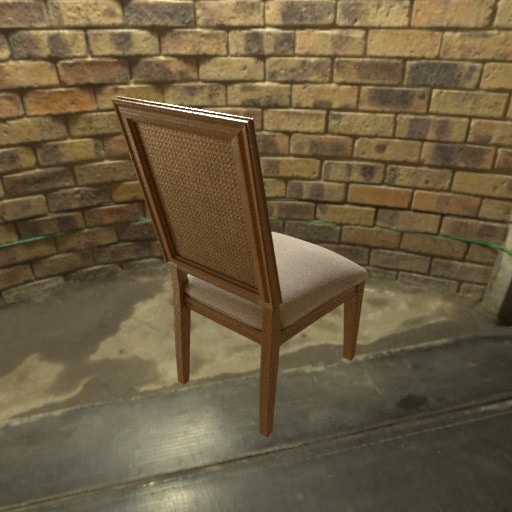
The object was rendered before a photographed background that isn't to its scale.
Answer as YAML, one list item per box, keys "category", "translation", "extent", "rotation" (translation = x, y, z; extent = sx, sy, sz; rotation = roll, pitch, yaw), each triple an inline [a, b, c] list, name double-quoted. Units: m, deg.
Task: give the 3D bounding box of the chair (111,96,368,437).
- category: "chair"
  translation: [0.000, 0.000, 1.394]
  extent: [0.536, 0.988, 0.601]
  rotation: [20, 35, 32]
